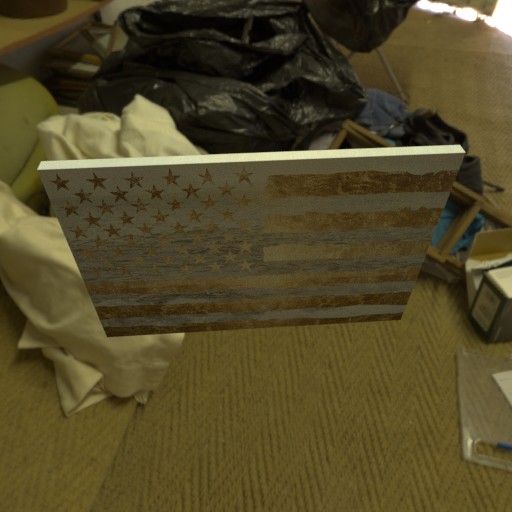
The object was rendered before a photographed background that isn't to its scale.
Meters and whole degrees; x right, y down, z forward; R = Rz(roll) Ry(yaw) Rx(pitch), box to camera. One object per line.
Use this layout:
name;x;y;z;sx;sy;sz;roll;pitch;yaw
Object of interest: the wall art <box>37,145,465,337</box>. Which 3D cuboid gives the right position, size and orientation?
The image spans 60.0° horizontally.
wall art;0.000;0.000;1.466;1.145;0.762;0.041;-3;45;-3
